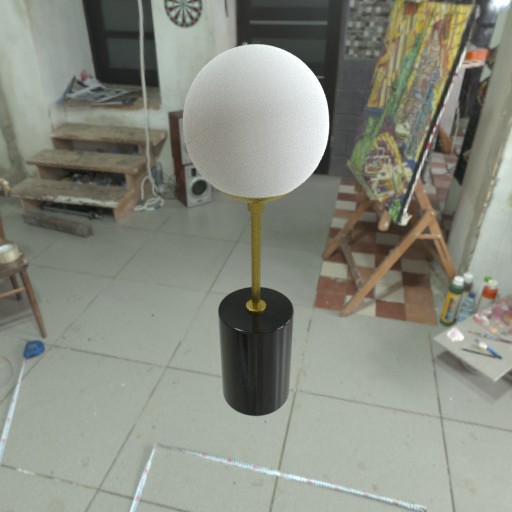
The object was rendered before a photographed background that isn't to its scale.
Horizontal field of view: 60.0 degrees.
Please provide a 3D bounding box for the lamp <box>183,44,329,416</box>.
[{"bbox_3d":[0.000,0.000,0.555,0.153,0.480,0.153,0,32,0],"label":"lamp"}]
